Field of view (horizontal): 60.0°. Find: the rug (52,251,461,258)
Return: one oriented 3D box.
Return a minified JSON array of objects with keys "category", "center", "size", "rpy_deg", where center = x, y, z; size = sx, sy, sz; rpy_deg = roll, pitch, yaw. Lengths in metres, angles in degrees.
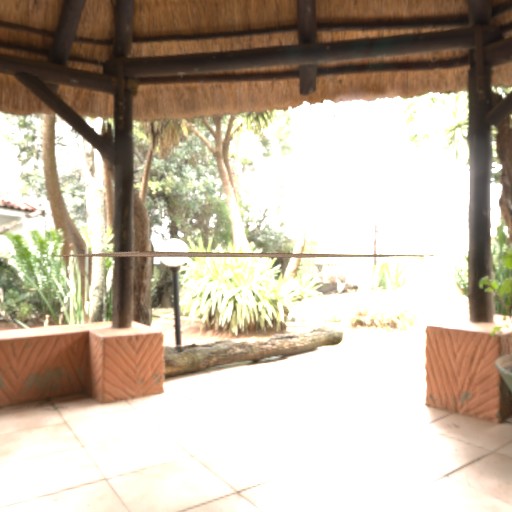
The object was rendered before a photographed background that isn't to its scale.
[{"category":"rug","center":[0.000,0.000,2.975],"size":[2.227,0.008,1.611],"rpy_deg":[0,-1,-35]}]
